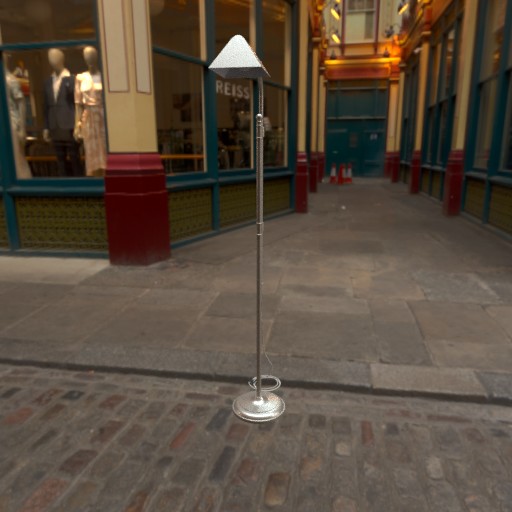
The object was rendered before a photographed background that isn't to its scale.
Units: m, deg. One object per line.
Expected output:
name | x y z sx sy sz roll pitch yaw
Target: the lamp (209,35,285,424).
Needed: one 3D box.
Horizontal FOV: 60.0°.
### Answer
lamp | 0.000 0.000 1.887 0.256 1.571 0.813 2 14 9
